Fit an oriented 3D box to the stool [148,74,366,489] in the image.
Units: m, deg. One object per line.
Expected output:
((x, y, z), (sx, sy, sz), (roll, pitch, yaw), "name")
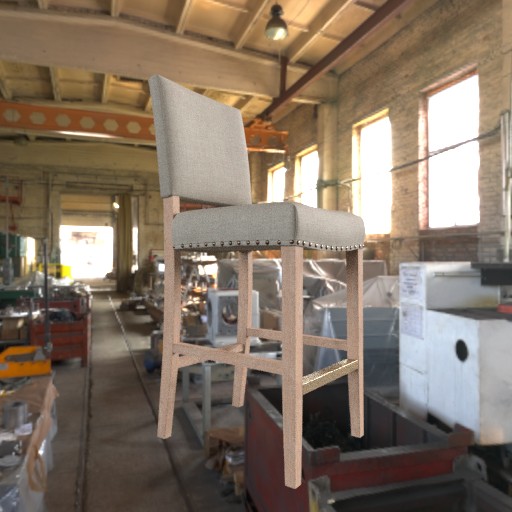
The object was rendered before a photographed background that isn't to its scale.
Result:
((0.000, 0.000, 1.450), (0.585, 1.173, 0.445), (0, 0, 37), "stool")
